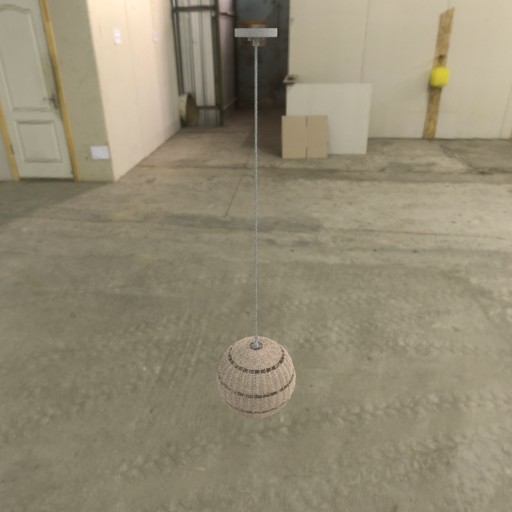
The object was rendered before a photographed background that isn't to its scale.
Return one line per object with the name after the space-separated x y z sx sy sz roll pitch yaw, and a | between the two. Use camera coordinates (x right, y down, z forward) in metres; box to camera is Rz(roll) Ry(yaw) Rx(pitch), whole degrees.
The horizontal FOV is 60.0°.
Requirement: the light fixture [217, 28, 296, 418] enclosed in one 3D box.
0.000 0.000 2.212 0.457 2.019 0.457 17 32 30 | light fixture
